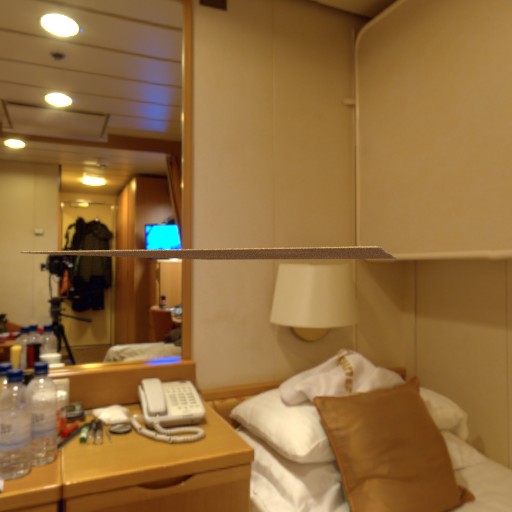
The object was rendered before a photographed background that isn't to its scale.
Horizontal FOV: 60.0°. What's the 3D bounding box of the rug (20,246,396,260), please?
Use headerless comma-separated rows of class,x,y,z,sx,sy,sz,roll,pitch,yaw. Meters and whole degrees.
rug,0.000,0.000,4.099,2.406,0.012,3.034,0,-1,19
